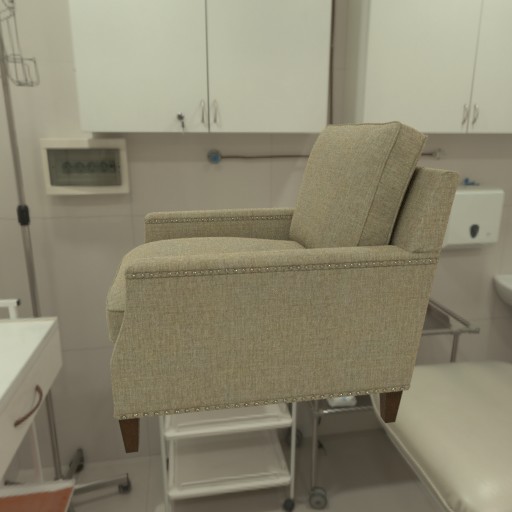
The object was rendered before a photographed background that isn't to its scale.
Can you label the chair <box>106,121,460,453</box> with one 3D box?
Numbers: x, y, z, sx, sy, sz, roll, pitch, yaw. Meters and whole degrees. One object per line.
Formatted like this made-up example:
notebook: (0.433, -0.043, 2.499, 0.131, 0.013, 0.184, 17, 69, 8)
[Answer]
chair: (0.000, 0.000, 1.632, 1.014, 0.943, 0.853, -3, 15, -10)
